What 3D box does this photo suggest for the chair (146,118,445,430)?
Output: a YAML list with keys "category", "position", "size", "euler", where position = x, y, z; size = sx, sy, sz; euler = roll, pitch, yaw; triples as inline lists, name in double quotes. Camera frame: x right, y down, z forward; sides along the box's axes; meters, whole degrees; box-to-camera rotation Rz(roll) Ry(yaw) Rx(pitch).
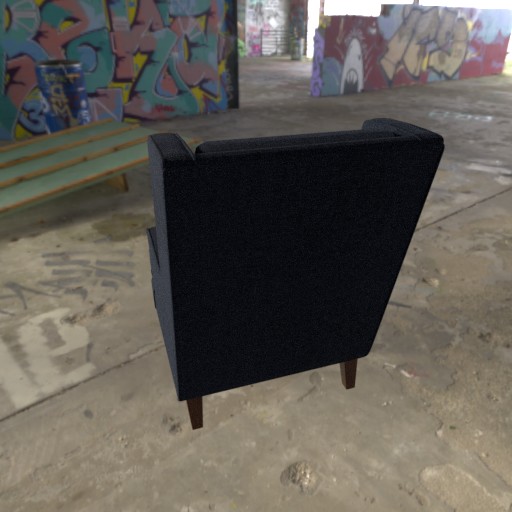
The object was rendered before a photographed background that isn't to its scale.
- category: "chair"
  position: [0.000, 0.000, 1.709]
  size: [0.764, 1.072, 0.947]
  euler: [-9, 29, -16]
